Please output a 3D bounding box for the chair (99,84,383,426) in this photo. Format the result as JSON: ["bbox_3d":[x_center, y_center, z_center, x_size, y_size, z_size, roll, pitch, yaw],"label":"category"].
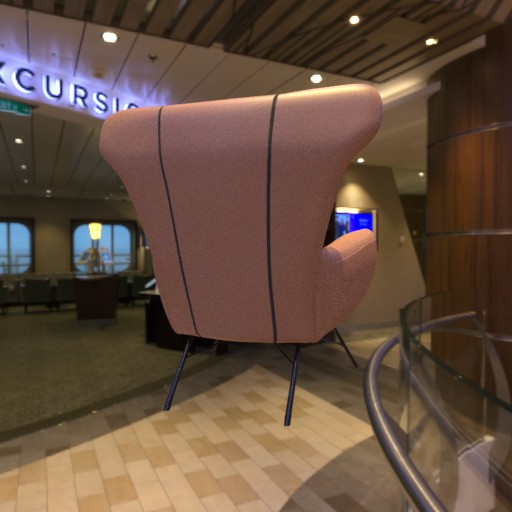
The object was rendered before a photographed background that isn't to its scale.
[{"bbox_3d":[0.000,0.000,1.750,0.980,1.050,0.900,0,1,18],"label":"chair"}]
